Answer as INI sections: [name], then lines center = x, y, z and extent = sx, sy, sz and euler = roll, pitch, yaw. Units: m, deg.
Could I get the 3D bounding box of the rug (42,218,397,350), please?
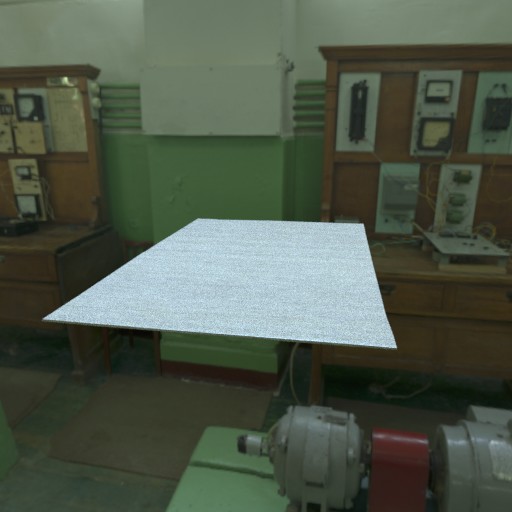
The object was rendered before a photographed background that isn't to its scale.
[rug]
center = 0.000, 0.000, 2.277
extent = 1.179, 0.022, 1.820
euler = 3, 16, 10
